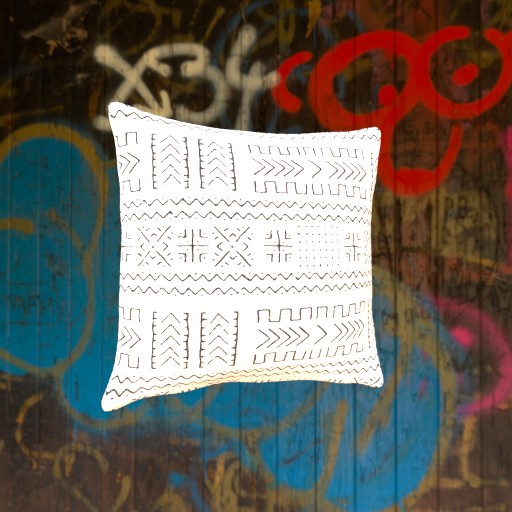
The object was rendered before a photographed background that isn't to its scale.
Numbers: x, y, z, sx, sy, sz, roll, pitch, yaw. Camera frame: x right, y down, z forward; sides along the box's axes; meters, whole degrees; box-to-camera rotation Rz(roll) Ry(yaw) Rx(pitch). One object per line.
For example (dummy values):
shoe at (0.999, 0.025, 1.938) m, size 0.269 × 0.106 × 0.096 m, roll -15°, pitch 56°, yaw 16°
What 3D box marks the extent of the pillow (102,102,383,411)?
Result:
pillow at (0.000, 0.000, 0.670) m, size 0.438 × 0.430 × 0.164 m, roll 0°, pitch -1°, yaw -18°
